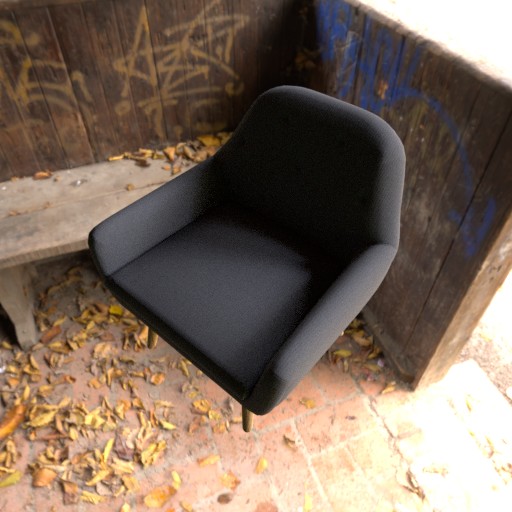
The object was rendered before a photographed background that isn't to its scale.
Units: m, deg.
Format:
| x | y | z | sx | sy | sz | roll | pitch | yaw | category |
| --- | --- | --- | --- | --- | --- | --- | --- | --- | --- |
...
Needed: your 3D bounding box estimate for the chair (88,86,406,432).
| x | y | z | sx | sy | sz | roll | pitch | yaw | category |
| --- | --- | --- | --- | --- | --- | --- | --- | --- | --- |
| 0.000 | 0.000 | 1.438 | 0.770 | 0.800 | 0.779 | 32 | 54 | 27 | chair |
